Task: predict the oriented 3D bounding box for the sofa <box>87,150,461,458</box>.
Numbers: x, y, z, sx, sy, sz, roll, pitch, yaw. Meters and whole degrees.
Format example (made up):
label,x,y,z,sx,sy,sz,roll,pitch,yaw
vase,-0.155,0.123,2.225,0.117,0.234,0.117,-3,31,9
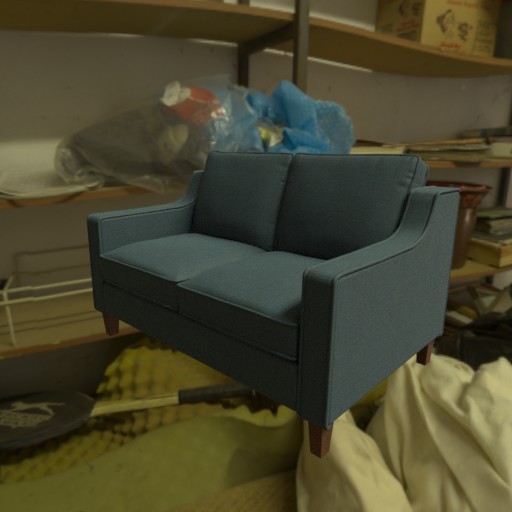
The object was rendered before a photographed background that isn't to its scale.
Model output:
label,x,y,z,sx,sy,sz,roll,pitch,yaw
sofa,0.000,0.000,2.134,1.501,0.971,0.987,14,21,41
